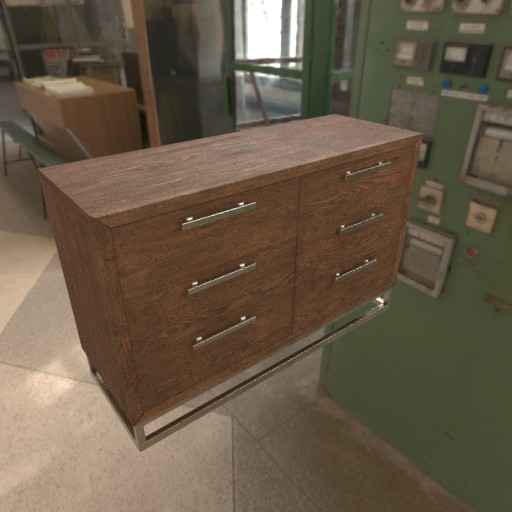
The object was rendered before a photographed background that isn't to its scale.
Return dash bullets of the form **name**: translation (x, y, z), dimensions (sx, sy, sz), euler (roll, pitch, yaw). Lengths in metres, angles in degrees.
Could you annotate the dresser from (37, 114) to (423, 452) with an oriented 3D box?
- **dresser**: translation (0.000, 0.000, 2.187), dimensions (1.646, 1.061, 0.623), euler (-21, 35, -32)
